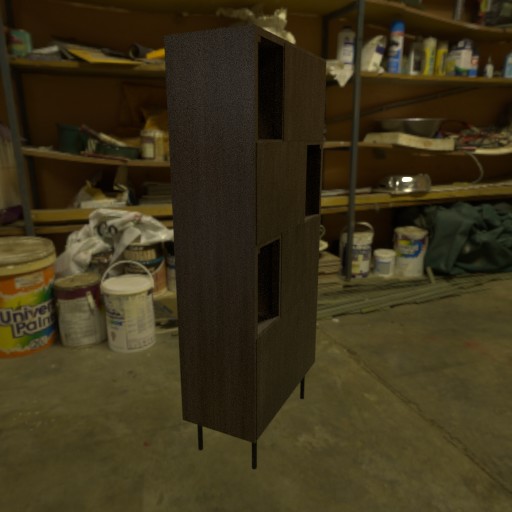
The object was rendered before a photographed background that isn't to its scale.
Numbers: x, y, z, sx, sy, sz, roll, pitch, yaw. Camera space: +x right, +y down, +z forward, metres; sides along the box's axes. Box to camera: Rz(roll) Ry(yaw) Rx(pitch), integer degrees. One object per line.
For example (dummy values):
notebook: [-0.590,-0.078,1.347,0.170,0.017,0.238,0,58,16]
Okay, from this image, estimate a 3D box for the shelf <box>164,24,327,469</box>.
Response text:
shelf: [0.000,0.000,1.803,0.323,1.545,0.670,7,17,25]
